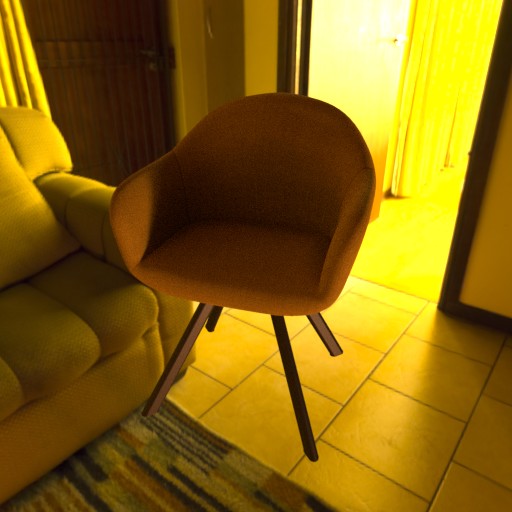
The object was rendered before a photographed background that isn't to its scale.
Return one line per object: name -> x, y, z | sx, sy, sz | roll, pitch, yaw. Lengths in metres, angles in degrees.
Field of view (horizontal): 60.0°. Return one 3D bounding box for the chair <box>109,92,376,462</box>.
chair -> 0.000, 0.000, 1.209 | 0.590, 0.795, 0.550 | 8, 27, 16
